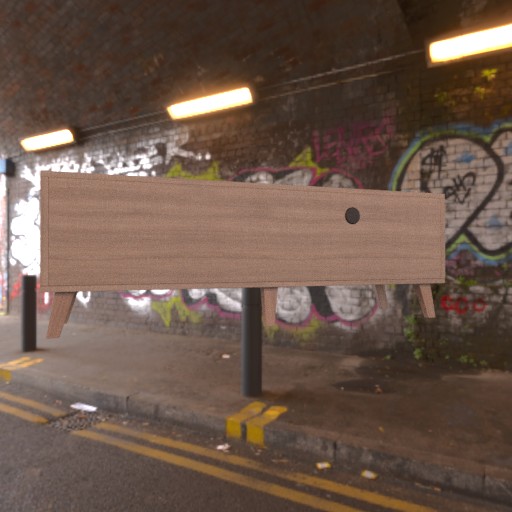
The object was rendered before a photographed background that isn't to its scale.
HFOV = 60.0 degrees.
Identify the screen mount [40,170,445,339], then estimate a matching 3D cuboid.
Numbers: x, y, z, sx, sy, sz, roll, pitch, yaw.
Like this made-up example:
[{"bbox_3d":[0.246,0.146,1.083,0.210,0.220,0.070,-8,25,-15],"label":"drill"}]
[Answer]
[{"bbox_3d":[0.000,0.000,1.753,1.500,0.509,0.401,0,0,-19],"label":"screen mount"}]
